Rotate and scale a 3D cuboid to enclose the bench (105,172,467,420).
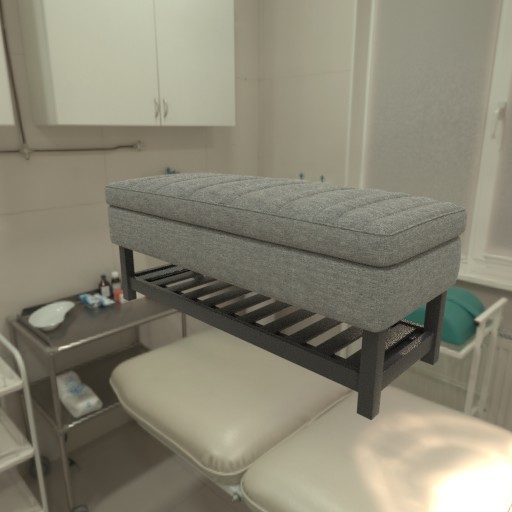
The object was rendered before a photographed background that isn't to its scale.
[{"bbox_3d":[0.000,0.000,1.374,1.100,0.470,0.429,15,22,42],"label":"bench"}]
